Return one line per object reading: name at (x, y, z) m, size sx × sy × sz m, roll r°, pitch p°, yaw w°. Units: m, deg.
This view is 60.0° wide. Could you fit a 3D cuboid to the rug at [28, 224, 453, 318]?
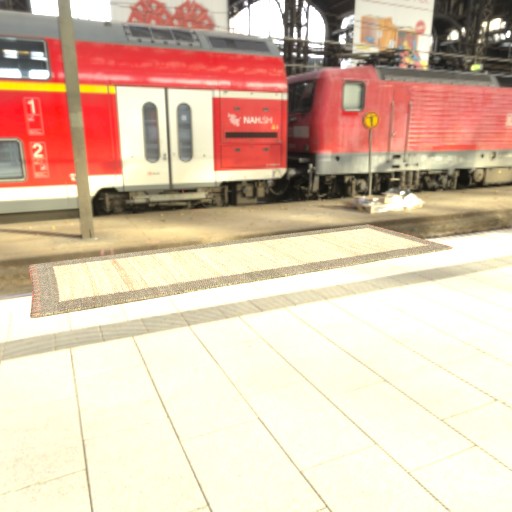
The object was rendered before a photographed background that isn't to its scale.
rug at (0.000, 0.000, 2.625) m, size 2.413 × 0.016 × 0.810 m, roll -8°, pitch 17°, yaw -26°
